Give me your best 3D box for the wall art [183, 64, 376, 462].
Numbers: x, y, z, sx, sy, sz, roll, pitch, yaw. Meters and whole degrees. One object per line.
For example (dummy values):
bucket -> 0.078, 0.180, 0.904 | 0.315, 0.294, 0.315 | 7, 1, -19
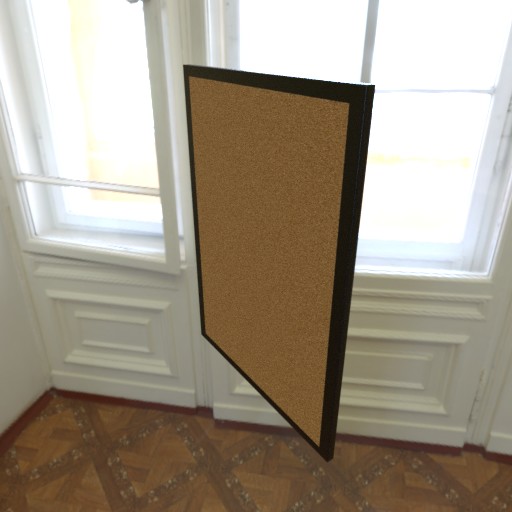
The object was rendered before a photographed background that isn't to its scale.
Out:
wall art -> 0.000, 0.000, 0.855 | 0.016, 0.657, 0.480 | -18, 32, -31
